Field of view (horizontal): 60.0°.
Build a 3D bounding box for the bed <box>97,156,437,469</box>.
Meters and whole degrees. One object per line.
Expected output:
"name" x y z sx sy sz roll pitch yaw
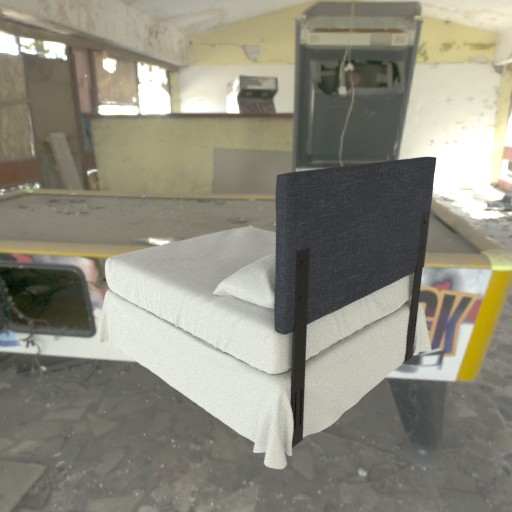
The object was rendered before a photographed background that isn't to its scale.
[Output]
"bed" 0.000 0.000 3.533 1.936 1.577 2.222 -16 23 -42
